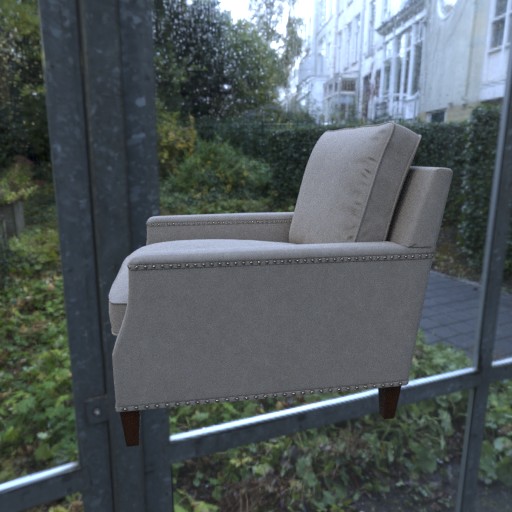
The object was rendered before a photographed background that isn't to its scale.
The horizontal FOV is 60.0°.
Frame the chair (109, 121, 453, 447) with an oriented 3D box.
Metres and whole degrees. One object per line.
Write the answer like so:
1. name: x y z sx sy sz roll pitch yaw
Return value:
1. chair: 0.000 0.000 1.664 1.014 0.943 0.853 -2 13 -10
